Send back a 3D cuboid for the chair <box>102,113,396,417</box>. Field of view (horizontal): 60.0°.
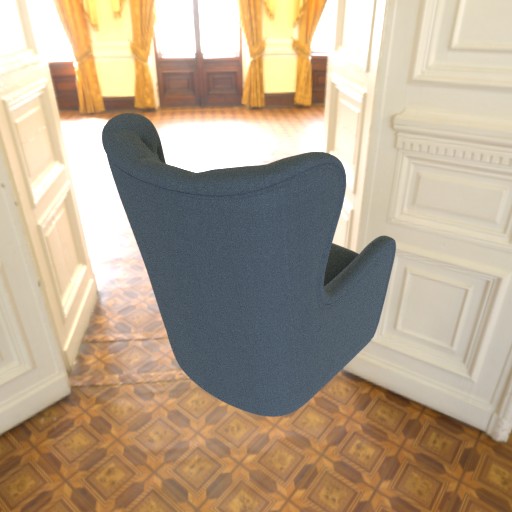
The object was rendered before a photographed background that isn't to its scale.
[{"bbox_3d":[0.000,0.000,1.752,0.831,1.079,0.930,21,36,33],"label":"chair"}]
